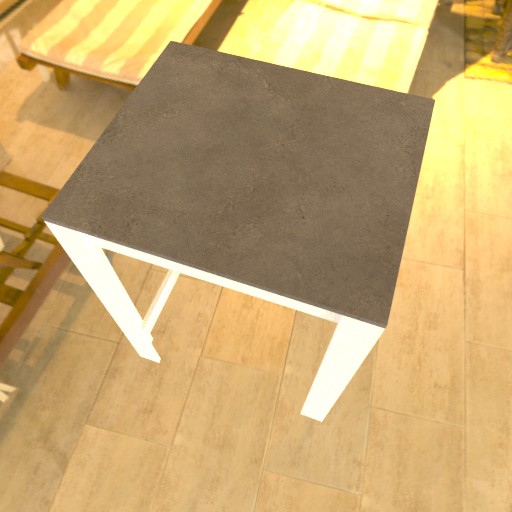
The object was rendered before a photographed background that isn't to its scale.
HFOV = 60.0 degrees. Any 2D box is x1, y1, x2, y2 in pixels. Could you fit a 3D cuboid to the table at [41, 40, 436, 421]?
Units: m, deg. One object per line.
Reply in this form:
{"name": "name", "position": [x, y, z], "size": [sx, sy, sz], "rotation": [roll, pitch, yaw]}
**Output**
{"name": "table", "position": [0.000, 0.000, 1.555], "size": [0.800, 1.020, 0.700], "rotation": [17, 61, 10]}
